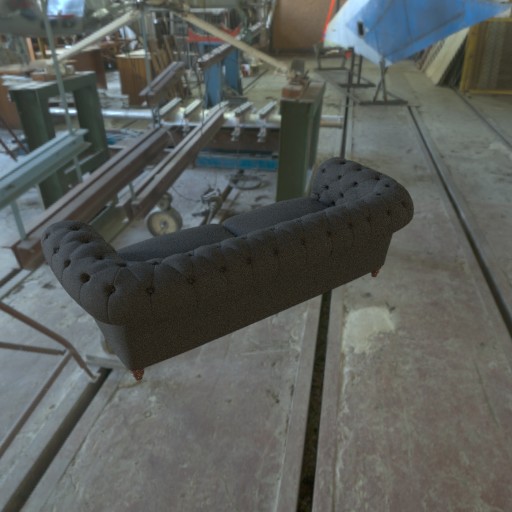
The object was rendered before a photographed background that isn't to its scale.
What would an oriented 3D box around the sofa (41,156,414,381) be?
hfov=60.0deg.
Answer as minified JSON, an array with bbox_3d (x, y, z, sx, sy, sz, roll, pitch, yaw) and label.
[{"bbox_3d":[0.000,0.000,2.889,2.362,0.762,0.991,-19,35,-29],"label":"sofa"}]
